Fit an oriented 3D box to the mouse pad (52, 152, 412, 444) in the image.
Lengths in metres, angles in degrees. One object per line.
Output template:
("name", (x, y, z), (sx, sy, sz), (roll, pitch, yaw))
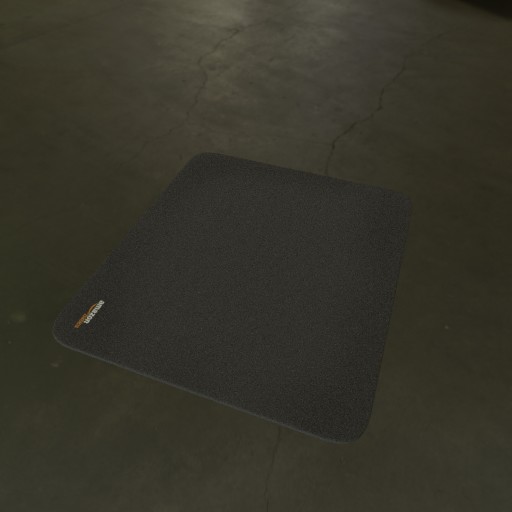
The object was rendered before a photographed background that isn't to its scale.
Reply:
("mouse pad", (0.000, 0.000, 0.328), (0.203, 0.003, 0.229), (15, 48, 14))
